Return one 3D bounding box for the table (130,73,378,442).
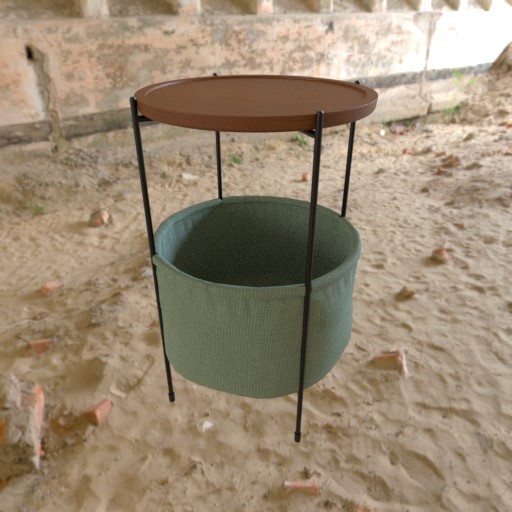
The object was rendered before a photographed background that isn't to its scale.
[{"bbox_3d":[0.000,0.000,0.869,0.400,0.623,0.400,11,31,18],"label":"table"}]
